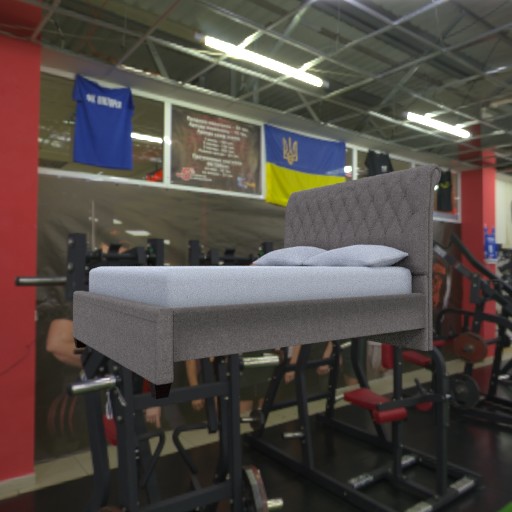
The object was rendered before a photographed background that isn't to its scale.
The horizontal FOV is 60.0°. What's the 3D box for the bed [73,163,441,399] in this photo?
[{"bbox_3d":[0.000,0.000,3.341,2.252,1.371,1.645,1,-1,-35],"label":"bed"}]
